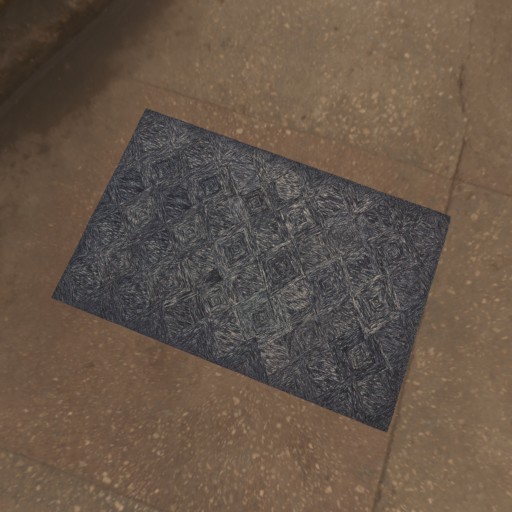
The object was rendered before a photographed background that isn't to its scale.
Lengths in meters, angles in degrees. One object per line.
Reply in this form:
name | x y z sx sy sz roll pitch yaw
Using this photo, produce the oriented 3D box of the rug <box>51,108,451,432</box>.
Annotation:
rug | 0.000 0.000 2.259 1.754 0.010 1.139 21 77 5
